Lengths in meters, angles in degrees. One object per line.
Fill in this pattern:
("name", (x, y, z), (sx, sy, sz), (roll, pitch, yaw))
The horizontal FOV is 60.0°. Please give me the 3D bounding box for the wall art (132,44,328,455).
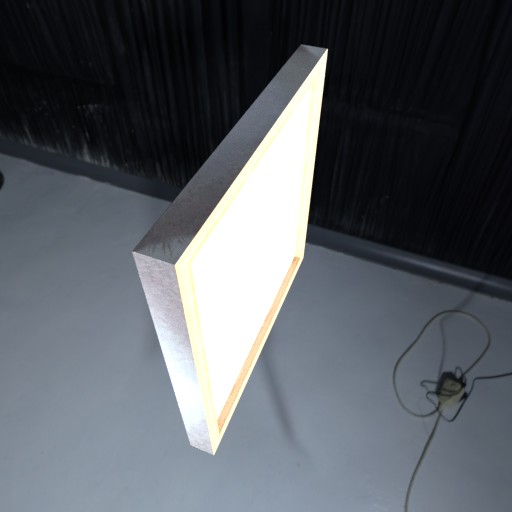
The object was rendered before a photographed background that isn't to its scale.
("wall art", (0.000, 0.000, 0.453), (0.028, 0.303, 0.303), (17, 50, 15))
